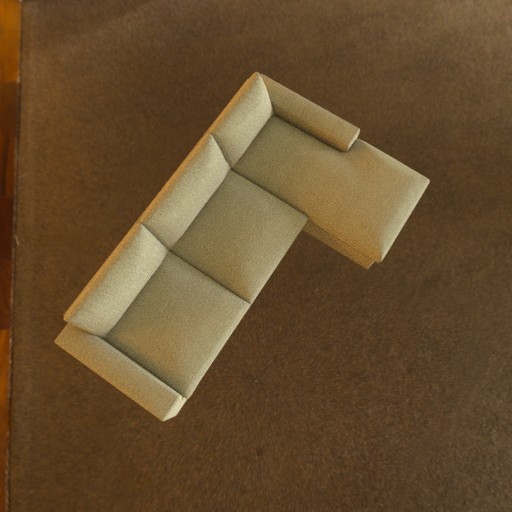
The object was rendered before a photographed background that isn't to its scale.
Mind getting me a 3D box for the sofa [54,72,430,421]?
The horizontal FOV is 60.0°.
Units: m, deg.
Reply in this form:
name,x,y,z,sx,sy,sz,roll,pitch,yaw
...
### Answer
name,x,y,z,sx,sy,sz,roll,pitch,yaw
sofa,0.000,0.000,3.451,1.689,0.813,2.718,32,77,9
